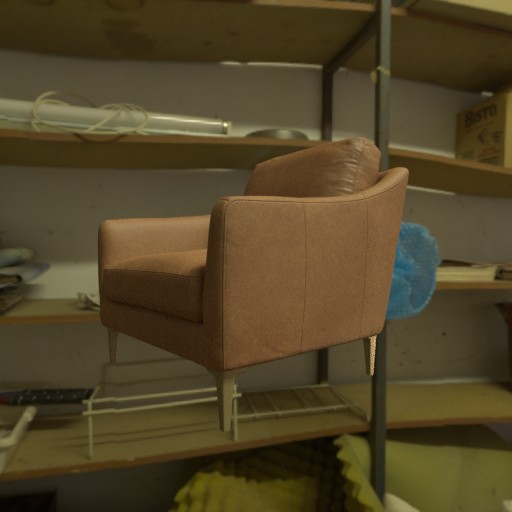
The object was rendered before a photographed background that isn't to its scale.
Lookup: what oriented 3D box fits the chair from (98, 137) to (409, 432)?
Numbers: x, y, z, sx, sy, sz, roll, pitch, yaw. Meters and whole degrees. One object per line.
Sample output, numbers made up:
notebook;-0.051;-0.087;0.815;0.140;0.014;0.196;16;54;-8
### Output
chair;0.000;0.000;1.735;0.963;0.895;0.988;0;0;-36
